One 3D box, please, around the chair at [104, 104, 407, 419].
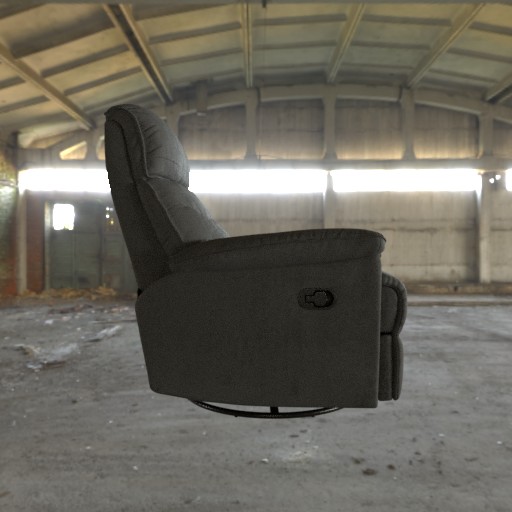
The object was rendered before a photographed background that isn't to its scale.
[{"bbox_3d":[0.000,0.000,1.716,1.004,1.037,0.820,0,0,0],"label":"chair"}]
